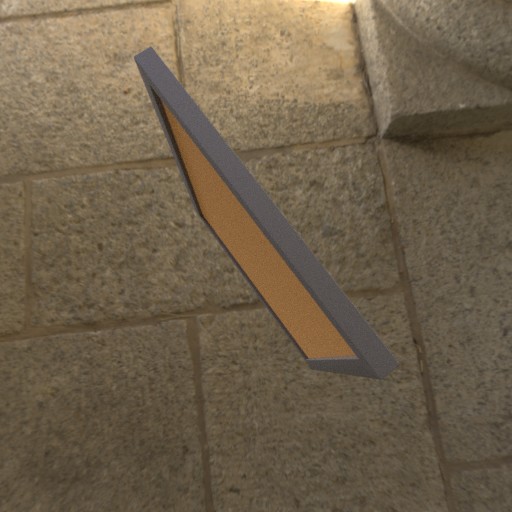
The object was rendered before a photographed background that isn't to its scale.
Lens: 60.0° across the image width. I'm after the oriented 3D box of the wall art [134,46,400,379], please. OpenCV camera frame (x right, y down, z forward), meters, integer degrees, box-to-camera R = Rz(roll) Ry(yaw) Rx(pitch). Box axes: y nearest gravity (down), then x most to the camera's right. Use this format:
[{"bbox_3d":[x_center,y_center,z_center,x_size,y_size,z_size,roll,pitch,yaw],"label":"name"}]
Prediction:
[{"bbox_3d":[0.000,0.000,0.757,0.029,0.558,0.458,-35,79,-8],"label":"wall art"}]
